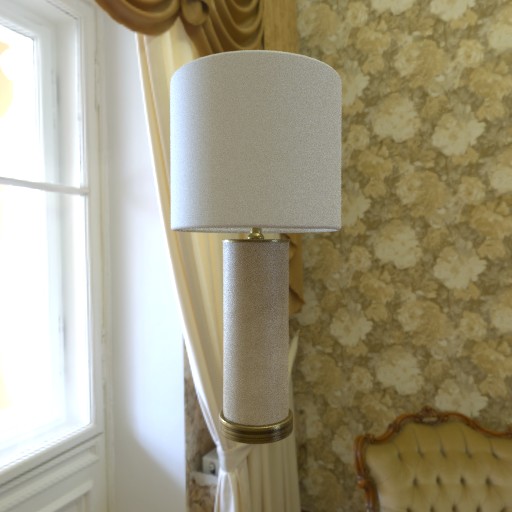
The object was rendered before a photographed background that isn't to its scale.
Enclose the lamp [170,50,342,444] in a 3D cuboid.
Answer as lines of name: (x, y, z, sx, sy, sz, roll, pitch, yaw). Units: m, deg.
lamp: (0.000, 0.000, 0.810, 0.305, 0.634, 0.305, 0, 1, -19)
